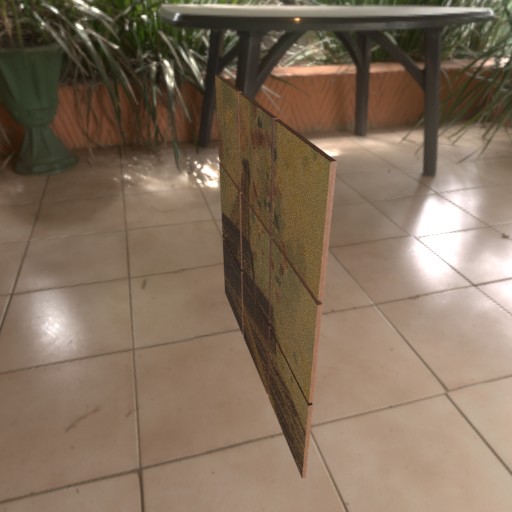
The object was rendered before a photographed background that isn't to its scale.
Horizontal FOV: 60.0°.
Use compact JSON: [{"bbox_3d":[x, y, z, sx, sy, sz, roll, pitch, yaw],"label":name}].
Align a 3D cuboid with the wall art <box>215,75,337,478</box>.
[{"bbox_3d":[0.000,0.000,1.875,0.017,1.246,1.256,-9,32,-14],"label":"wall art"}]
